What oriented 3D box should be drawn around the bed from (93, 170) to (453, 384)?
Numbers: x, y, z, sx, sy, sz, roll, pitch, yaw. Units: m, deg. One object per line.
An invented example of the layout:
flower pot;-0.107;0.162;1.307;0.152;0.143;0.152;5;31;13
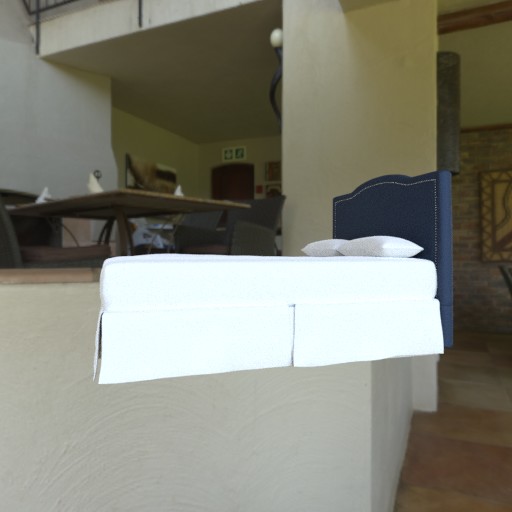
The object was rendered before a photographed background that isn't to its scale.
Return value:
bed;0.000;0.000;3.657;2.507;1.441;1.741;0;0;-18
